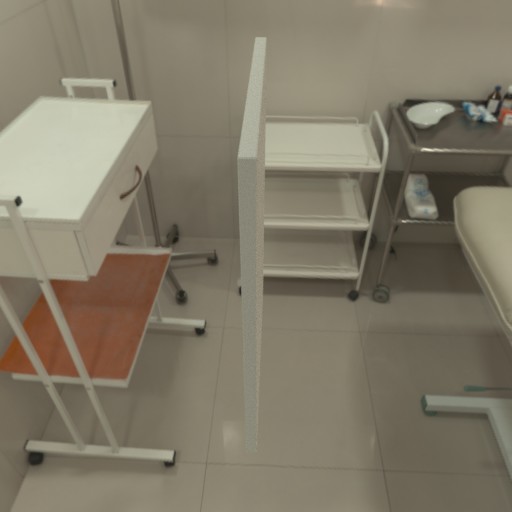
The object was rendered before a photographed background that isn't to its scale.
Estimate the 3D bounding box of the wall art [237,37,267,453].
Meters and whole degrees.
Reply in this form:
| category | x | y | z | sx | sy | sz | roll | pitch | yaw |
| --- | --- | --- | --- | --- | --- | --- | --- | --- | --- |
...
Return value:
| category | x | y | z | sx | sy | sz | roll | pitch | yaw |
| --- | --- | --- | --- | --- | --- | --- | --- | --- | --- |
| wall art | 0.000 | 0.000 | 1.520 | 0.038 | 1.183 | 0.808 | 2 | 41 | 2 |
